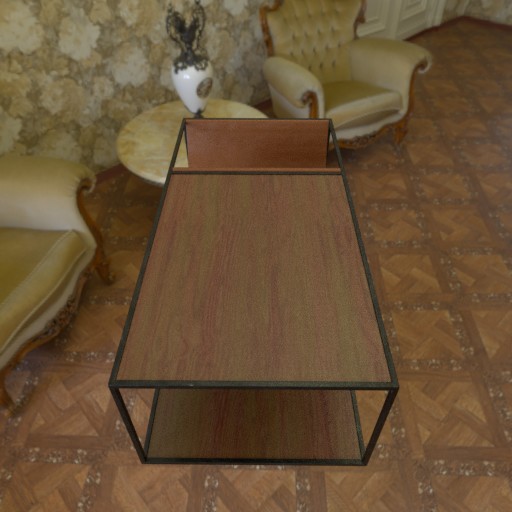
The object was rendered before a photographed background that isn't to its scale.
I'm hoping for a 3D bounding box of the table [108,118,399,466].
[{"bbox_3d":[0.000,0.000,1.477,0.597,0.403,1.199,0,43,0],"label":"table"}]
